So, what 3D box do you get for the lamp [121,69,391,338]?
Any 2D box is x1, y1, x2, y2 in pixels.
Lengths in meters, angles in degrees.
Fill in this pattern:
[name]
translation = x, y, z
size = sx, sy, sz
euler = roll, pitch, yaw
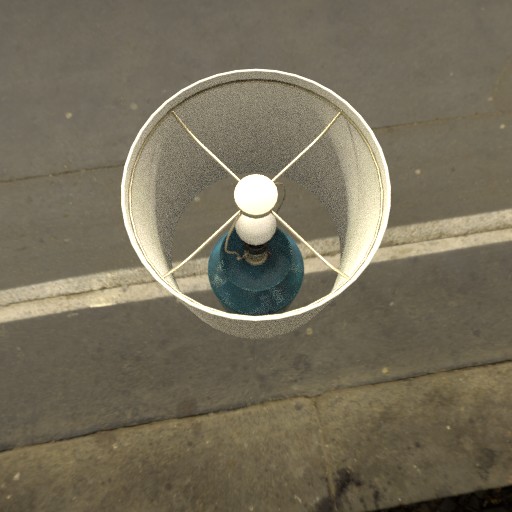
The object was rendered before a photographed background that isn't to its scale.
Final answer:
[lamp]
translation = 0.000, 0.000, 0.567
size = 0.211, 0.455, 0.211
euler = -30, 78, -7
